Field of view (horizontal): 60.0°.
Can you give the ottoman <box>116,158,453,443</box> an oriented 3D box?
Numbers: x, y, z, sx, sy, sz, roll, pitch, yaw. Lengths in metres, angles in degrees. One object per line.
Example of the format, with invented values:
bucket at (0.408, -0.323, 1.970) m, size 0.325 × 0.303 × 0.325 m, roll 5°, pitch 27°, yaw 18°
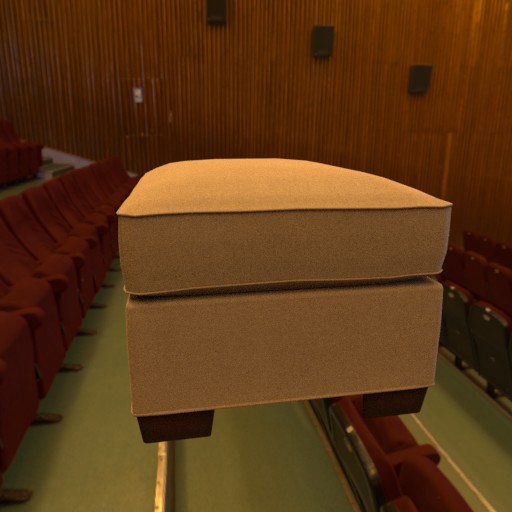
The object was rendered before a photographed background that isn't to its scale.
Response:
ottoman at (0.000, 0.000, 1.213) m, size 0.617 × 0.503 × 0.846 m, roll -3°, pitch 16°, yaw -10°
